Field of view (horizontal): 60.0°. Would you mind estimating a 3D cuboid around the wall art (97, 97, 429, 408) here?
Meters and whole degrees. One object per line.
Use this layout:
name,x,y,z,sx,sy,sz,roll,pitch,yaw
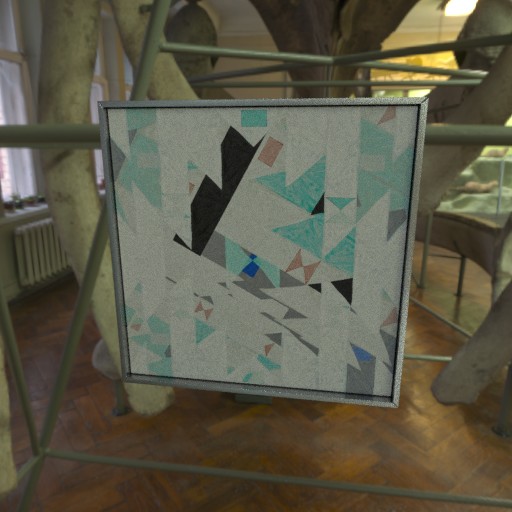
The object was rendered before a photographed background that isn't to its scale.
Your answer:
wall art,0.000,0.000,0.526,0.350,0.350,0.038,2,16,9
